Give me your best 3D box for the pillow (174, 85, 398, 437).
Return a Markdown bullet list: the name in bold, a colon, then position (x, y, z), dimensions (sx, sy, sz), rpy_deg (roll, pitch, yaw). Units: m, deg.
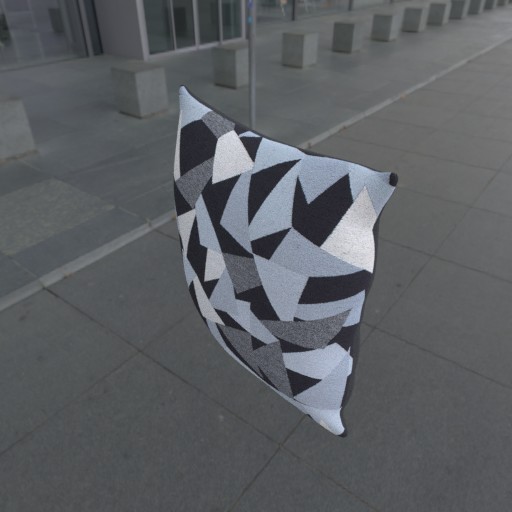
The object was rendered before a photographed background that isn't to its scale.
- **pillow**: position (0.000, 0.000, 0.789), dimensions (0.208, 0.496, 0.503), rpy_deg (-23, 40, -30)
